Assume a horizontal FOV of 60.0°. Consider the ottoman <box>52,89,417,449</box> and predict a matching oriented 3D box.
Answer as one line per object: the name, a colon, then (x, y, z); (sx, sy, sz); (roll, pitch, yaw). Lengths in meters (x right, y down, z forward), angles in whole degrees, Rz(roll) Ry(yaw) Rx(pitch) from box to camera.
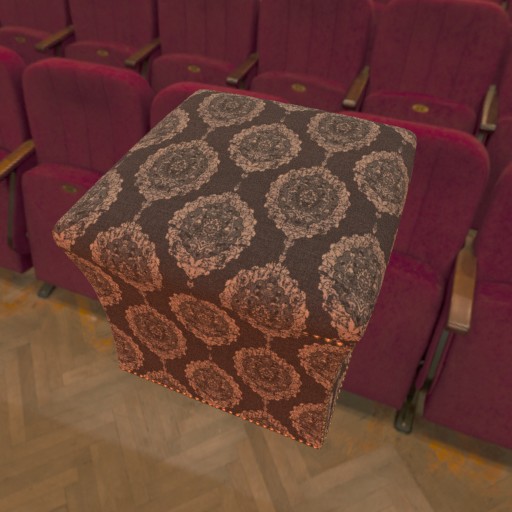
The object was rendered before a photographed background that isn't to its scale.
ottoman: (0.000, 0.000, 0.903); (0.497, 0.475, 0.507); (17, 49, 15)
